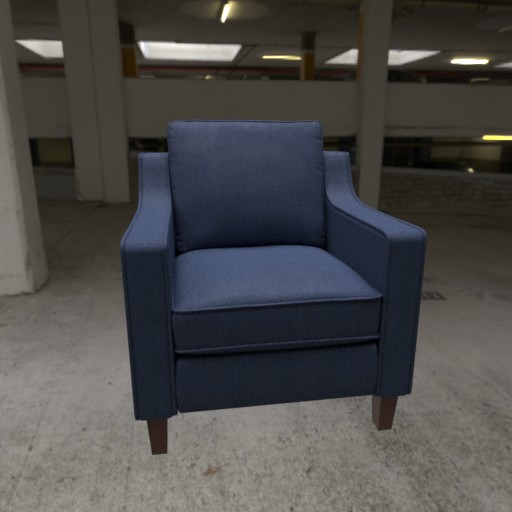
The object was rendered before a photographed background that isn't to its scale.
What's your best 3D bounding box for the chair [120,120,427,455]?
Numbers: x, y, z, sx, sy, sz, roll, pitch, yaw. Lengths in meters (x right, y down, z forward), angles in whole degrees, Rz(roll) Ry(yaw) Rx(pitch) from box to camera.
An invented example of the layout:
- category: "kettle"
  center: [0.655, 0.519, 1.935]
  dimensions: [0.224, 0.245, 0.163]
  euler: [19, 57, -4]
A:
- category: "chair"
  center: [0.000, 0.000, 1.619]
  dimensions: [0.831, 0.960, 0.909]
  euler: [-2, 16, -9]
